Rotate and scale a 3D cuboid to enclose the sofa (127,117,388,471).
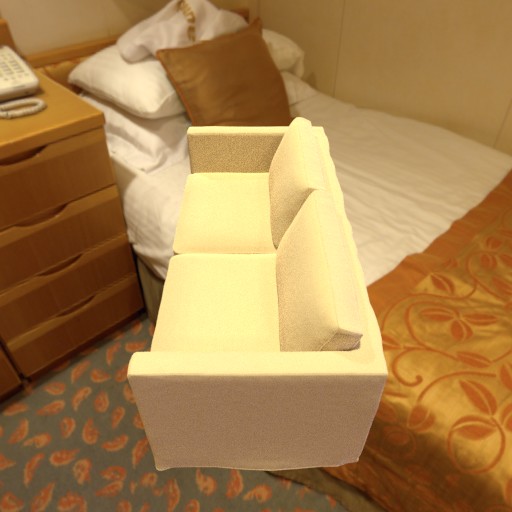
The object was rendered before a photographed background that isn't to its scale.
[{"bbox_3d":[0.000,0.000,2.460,0.940,0.870,1.987,0,41,0],"label":"sofa"}]
